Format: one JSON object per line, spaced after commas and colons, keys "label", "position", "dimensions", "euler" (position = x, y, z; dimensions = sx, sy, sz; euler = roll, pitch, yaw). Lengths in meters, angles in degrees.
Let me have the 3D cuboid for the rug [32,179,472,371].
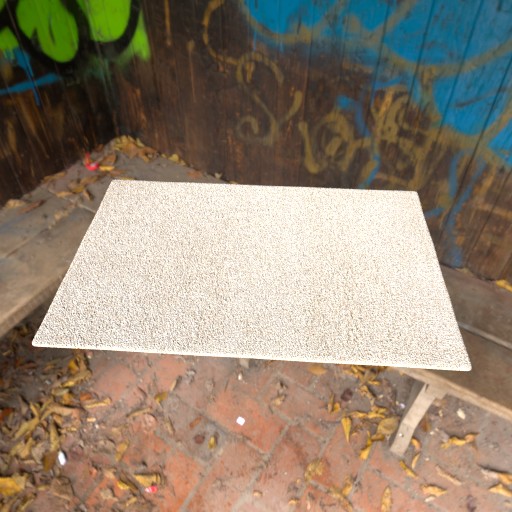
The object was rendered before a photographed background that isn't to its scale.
{"label": "rug", "position": [0.000, 0.000, 3.370], "dimensions": [2.743, 0.030, 1.778], "euler": [3, 45, 3]}
